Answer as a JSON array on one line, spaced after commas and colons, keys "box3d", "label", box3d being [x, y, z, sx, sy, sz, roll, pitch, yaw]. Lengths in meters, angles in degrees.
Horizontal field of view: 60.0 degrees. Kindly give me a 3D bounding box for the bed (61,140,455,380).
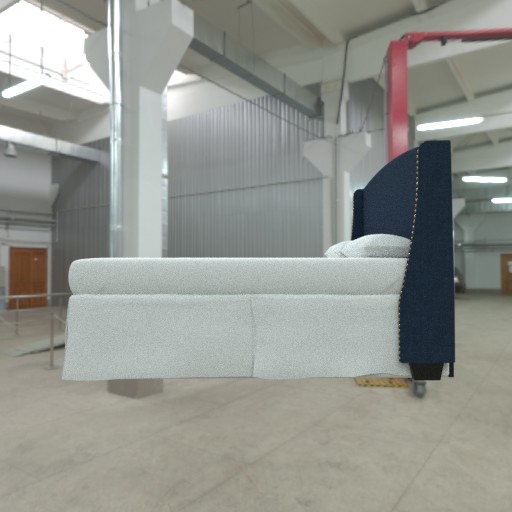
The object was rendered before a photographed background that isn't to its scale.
[{"box3d": [0.000, 0.000, 3.223, 2.223, 1.402, 1.604, 0, -1, -1], "label": "bed"}]
